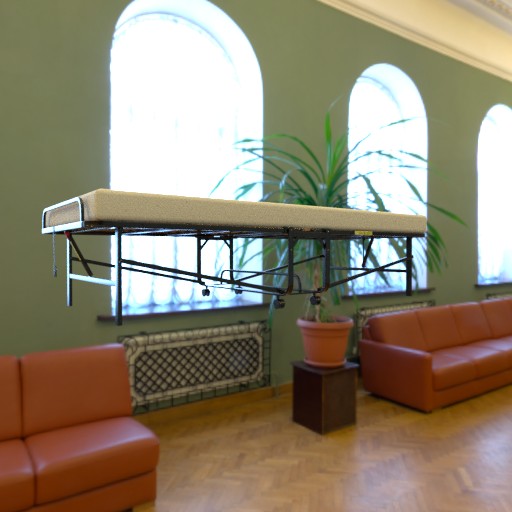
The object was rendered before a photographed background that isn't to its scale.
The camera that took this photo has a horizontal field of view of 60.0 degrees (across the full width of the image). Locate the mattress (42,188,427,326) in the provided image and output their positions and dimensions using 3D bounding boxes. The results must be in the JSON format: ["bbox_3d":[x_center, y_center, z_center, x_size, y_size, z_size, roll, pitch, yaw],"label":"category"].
[{"bbox_3d":[0.000,0.000,2.581,2.153,0.519,0.922,0,1,-36],"label":"mattress"}]
